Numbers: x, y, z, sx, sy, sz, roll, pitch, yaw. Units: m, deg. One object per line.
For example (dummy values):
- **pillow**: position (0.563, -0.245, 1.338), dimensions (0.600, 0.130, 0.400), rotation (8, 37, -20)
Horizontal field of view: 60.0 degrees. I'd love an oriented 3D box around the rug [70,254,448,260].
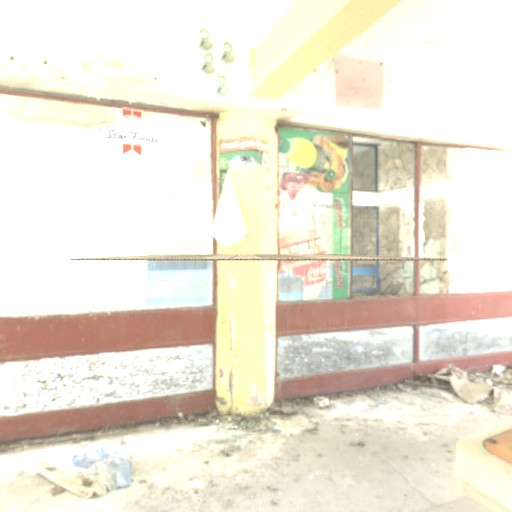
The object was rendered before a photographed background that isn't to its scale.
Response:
- **rug**: position (0.000, 0.000, 3.017), dimensions (1.549, 0.010, 2.464), rotation (0, 1, -1)
